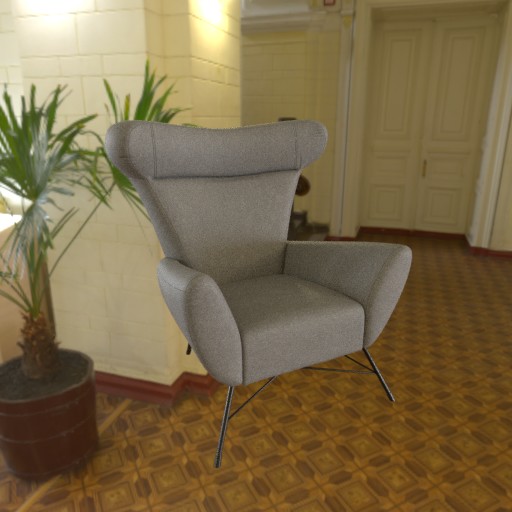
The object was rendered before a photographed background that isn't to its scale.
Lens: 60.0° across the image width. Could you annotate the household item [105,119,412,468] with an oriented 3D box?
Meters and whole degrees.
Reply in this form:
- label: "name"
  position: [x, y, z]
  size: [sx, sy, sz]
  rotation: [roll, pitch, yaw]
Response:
- label: "household item"
  position: [0.000, 0.000, 1.789]
  size: [0.980, 1.050, 0.900]
  rotation: [-9, 19, -26]
